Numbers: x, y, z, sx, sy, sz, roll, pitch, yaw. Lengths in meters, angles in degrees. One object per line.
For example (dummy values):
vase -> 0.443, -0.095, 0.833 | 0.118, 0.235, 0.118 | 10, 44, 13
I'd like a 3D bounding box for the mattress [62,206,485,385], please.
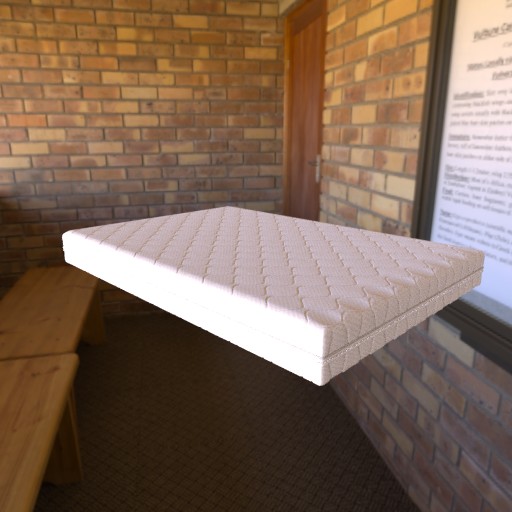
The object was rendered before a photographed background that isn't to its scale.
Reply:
mattress -> 0.000, 0.000, 2.535 | 1.400, 0.200, 2.000 | -15, 22, -43
